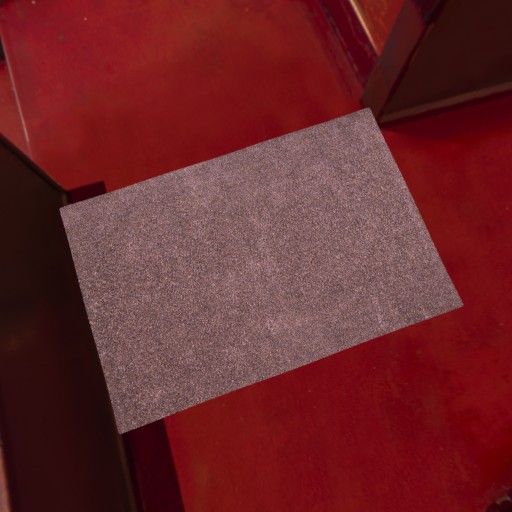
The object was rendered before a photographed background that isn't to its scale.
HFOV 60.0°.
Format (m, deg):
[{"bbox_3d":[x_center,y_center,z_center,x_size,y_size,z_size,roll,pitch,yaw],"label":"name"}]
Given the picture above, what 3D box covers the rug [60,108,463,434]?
[{"bbox_3d":[0.000,0.000,3.461,2.699,0.026,1.802,-19,77,-5],"label":"rug"}]
